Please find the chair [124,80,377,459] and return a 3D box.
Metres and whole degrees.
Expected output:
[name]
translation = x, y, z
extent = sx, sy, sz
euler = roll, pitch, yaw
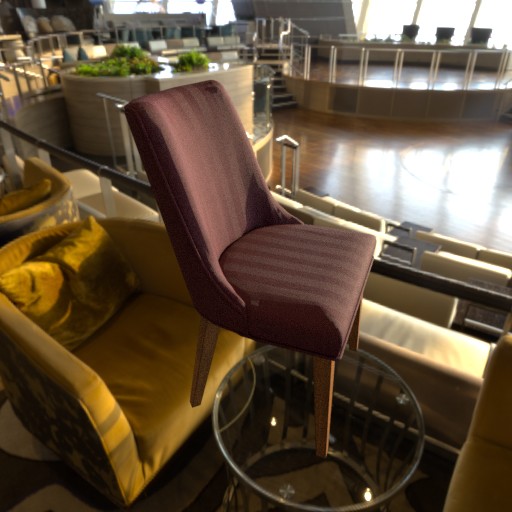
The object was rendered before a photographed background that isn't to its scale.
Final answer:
[chair]
translation = 0.000, 0.000, 1.321
extent = 0.638, 0.916, 0.548
euler = 11, 31, 19
